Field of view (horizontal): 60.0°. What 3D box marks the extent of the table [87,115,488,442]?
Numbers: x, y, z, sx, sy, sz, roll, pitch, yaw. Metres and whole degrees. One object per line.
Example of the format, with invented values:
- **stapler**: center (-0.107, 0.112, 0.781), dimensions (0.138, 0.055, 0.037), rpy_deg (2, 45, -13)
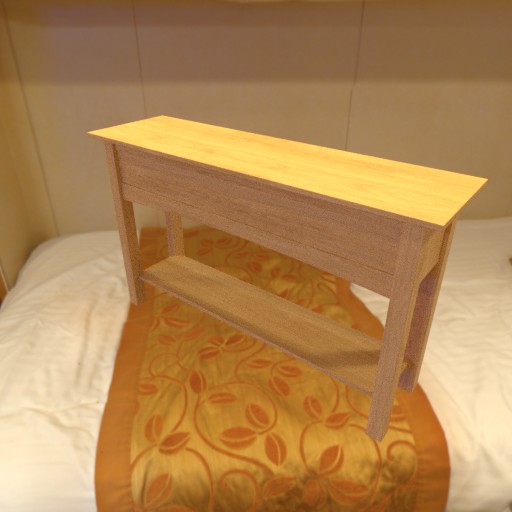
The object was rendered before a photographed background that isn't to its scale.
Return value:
- **table**: center (0.000, 0.000, 1.530), dimensions (1.240, 0.730, 0.350), rpy_deg (21, 36, 32)
